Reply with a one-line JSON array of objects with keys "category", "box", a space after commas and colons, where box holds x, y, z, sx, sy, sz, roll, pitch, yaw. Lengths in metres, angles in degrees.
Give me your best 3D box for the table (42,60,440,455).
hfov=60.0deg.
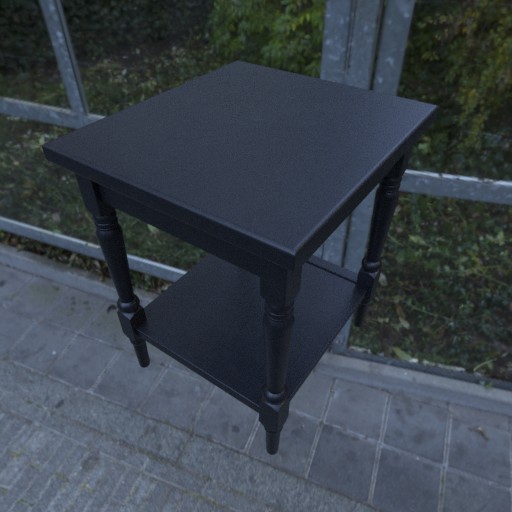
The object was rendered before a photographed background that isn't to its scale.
[{"category": "table", "box": [0.000, 0.000, 0.898, 0.442, 0.565, 0.488, 24, 46, 26]}]
